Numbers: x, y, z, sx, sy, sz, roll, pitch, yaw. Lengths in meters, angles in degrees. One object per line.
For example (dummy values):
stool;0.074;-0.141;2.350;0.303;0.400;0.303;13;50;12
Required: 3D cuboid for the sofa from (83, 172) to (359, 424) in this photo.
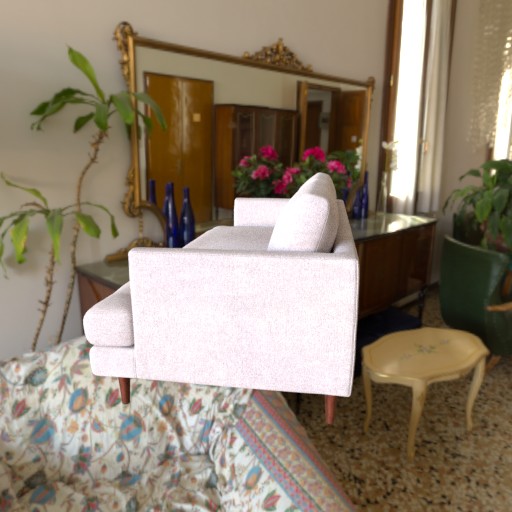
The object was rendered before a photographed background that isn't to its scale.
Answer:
sofa;0.000;0.000;2.517;1.020;0.868;1.948;2;13;9
